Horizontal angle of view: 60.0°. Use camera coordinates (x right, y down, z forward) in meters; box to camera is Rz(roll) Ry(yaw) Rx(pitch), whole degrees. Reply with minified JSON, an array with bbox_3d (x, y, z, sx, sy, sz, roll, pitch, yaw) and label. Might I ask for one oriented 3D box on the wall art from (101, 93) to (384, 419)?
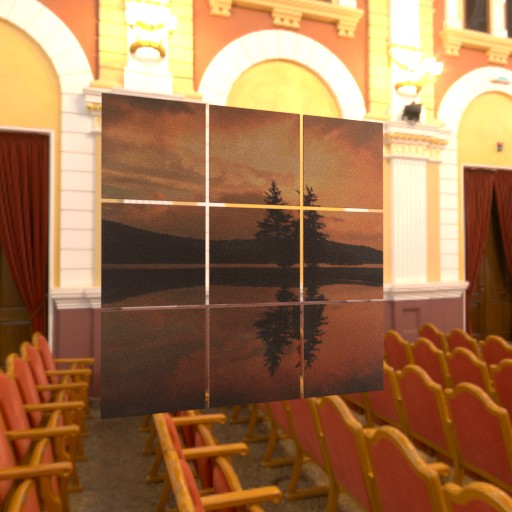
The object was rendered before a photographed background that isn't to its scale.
[{"bbox_3d":[0.000,0.000,2.305,1.520,1.525,0.013,0,0,-18],"label":"wall art"}]
